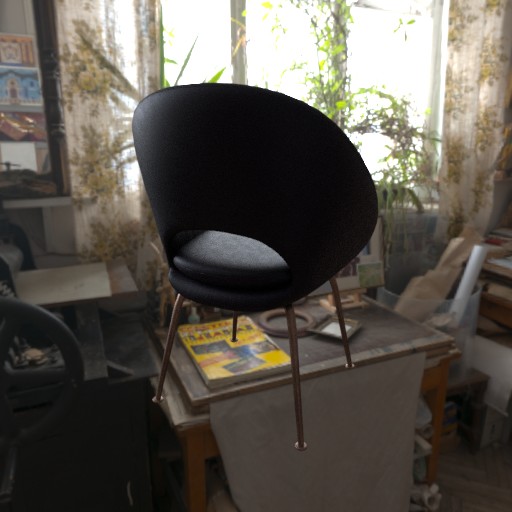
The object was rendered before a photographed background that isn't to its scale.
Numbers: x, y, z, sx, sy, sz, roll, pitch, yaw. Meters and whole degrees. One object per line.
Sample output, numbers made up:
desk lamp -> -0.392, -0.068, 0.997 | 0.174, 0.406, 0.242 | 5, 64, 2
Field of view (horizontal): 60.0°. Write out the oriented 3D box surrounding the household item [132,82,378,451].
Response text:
household item -> 0.000, 0.000, 1.237 | 0.623, 0.852, 0.573 | 7, 17, 26
